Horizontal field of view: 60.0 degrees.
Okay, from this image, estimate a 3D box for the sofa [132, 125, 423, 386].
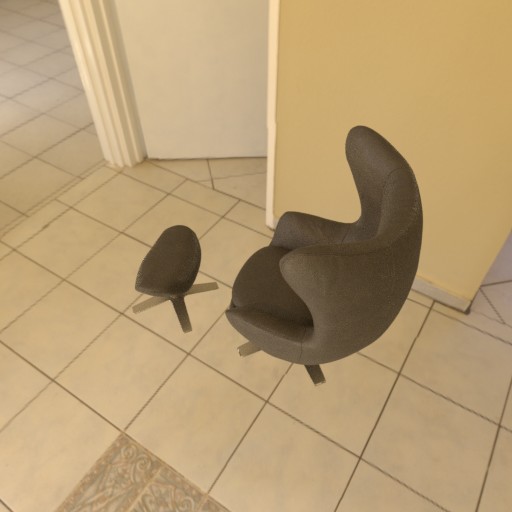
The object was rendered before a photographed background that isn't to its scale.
[{"bbox_3d":[0.000,0.000,2.170,1.444,1.135,0.894,17,49,16],"label":"sofa"}]
